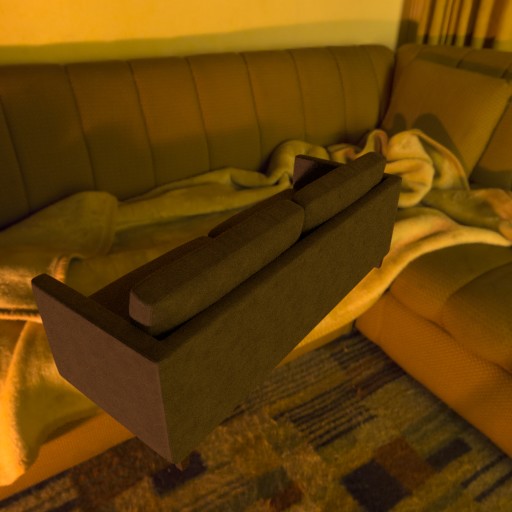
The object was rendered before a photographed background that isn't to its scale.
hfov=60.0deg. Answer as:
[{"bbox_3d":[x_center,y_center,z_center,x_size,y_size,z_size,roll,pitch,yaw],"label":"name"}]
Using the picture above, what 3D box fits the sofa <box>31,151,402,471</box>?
[{"bbox_3d":[0.000,0.000,2.844,0.951,0.965,2.434,21,37,31],"label":"sofa"}]
